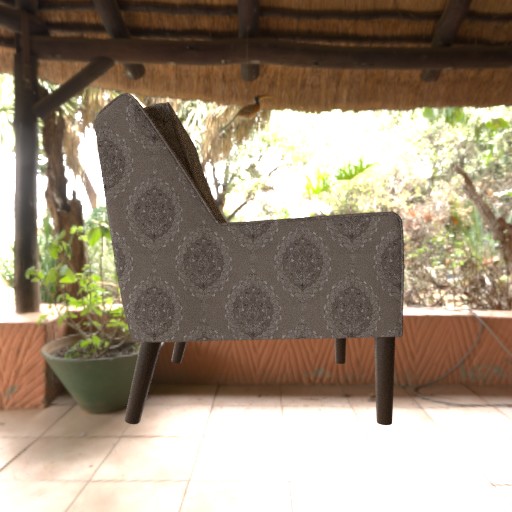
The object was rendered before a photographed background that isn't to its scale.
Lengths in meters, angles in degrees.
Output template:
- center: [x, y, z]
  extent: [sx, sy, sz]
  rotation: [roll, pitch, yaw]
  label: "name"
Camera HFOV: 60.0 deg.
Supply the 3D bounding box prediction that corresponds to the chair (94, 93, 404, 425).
- center: [0.000, 0.000, 1.348]
  extent: [0.750, 0.797, 0.665]
  rotation: [0, 1, 0]
  label: "chair"
